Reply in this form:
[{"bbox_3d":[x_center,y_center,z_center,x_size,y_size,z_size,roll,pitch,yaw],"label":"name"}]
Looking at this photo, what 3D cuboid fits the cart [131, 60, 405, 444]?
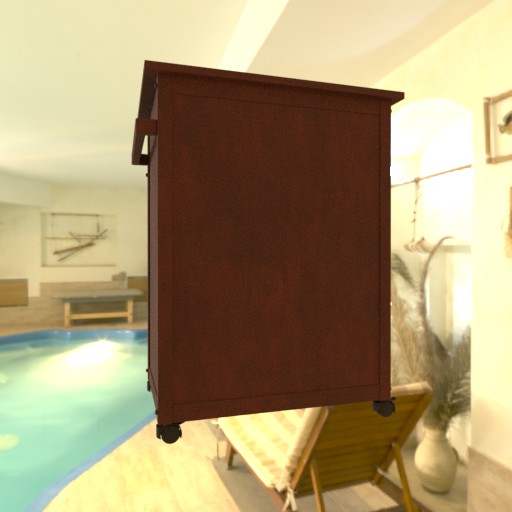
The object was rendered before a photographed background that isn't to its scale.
[{"bbox_3d":[0.000,0.000,1.280,0.683,0.864,0.442,0,0,-17],"label":"cart"}]
